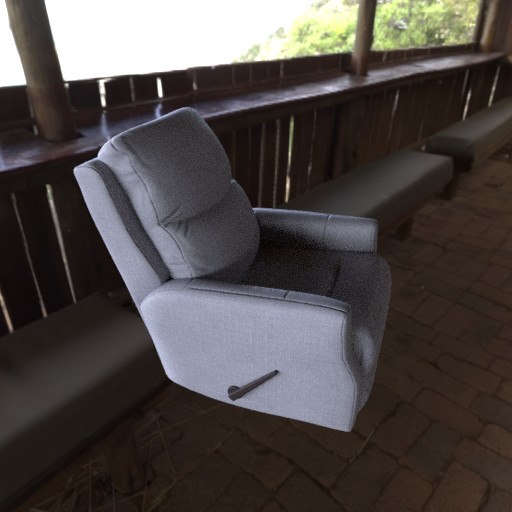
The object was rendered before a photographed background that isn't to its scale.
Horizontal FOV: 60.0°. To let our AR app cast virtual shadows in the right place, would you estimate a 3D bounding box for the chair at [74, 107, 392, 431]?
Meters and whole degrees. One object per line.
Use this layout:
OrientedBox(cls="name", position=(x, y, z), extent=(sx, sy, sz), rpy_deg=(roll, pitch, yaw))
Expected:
OrientedBox(cls="chair", position=(0.000, 0.000, 1.797), extent=(1.080, 1.030, 0.829), rpy_deg=(11, 32, 18))
